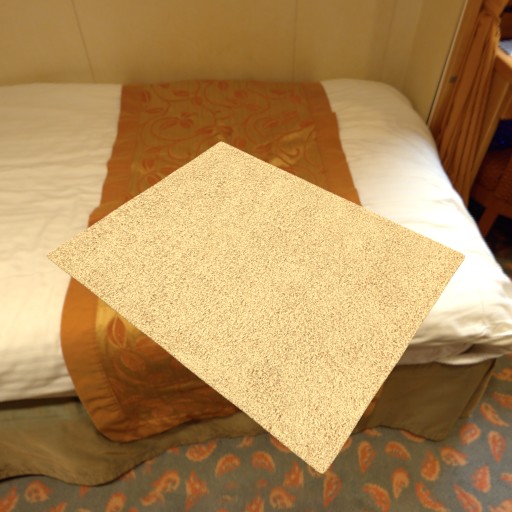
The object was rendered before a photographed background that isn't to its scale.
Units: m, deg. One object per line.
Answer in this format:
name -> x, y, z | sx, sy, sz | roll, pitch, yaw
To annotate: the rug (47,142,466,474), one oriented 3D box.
rug -> 0.000, 0.000, 4.104 | 3.047, 0.029, 2.438 | 30, 54, 25
